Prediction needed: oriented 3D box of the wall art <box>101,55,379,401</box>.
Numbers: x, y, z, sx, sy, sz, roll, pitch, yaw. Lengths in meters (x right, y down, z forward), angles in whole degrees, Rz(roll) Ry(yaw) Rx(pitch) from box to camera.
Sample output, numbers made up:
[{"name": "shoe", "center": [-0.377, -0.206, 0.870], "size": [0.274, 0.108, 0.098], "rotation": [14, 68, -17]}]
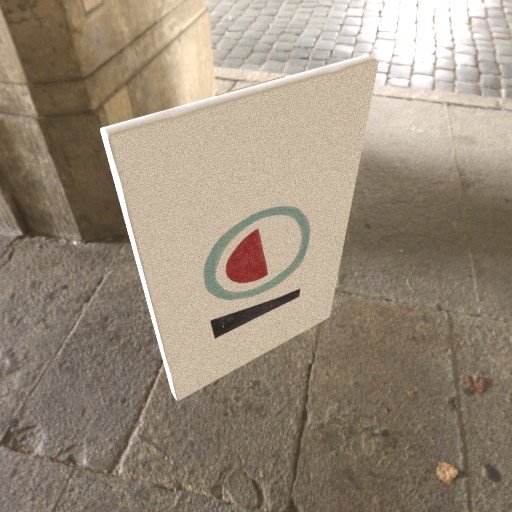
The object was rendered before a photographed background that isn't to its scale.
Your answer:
[{"name": "wall art", "center": [0.000, 0.000, 1.168], "size": [0.602, 0.902, 0.048], "rotation": [-24, 50, -22]}]
